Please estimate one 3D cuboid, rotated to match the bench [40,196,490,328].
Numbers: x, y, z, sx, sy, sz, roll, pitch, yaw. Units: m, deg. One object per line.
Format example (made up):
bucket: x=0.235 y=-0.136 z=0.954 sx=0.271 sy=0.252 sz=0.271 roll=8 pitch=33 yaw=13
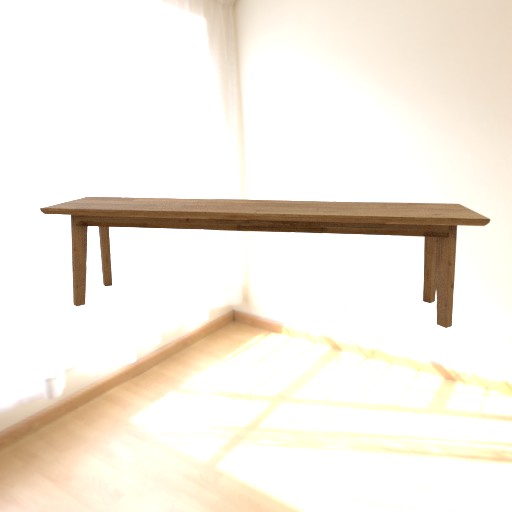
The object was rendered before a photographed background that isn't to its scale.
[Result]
bench: x=0.000 y=0.000 z=1.889 sx=1.698 sy=0.431 sz=0.378 roll=2 pitch=15 yaw=8
